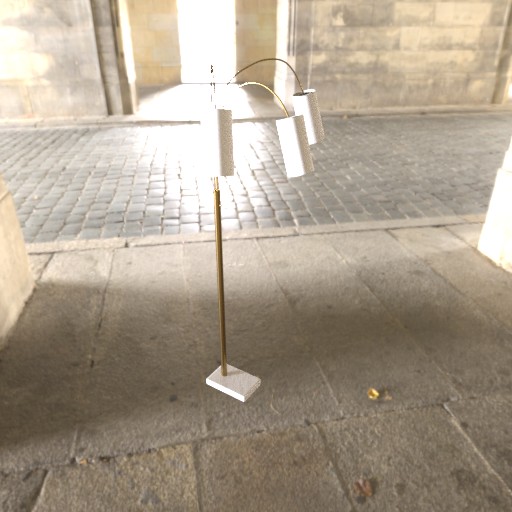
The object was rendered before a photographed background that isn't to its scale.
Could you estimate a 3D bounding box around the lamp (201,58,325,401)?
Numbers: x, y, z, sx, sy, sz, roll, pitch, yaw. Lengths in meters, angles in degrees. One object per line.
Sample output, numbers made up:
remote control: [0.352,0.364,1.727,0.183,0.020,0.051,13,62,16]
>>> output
lamp: [0.000,0.000,2.540,0.667,2.055,1.020,16,30,29]
